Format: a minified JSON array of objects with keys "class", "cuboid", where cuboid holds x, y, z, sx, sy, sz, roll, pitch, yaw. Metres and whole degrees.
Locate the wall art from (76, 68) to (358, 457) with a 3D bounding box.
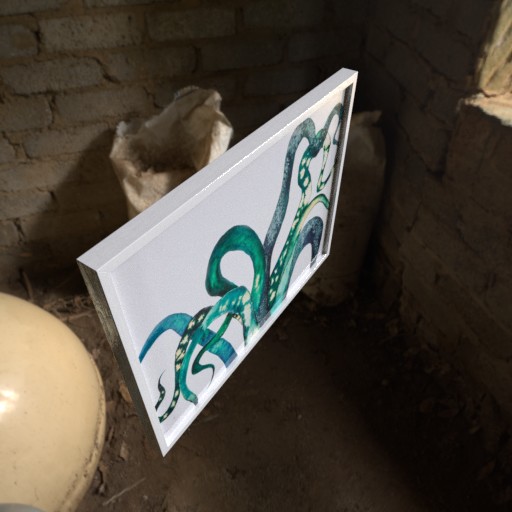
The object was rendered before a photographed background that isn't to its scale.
[{"class":"wall art","cuboid":[0.000,0.000,1.349,0.053,0.787,1.041,25,50,24]}]
